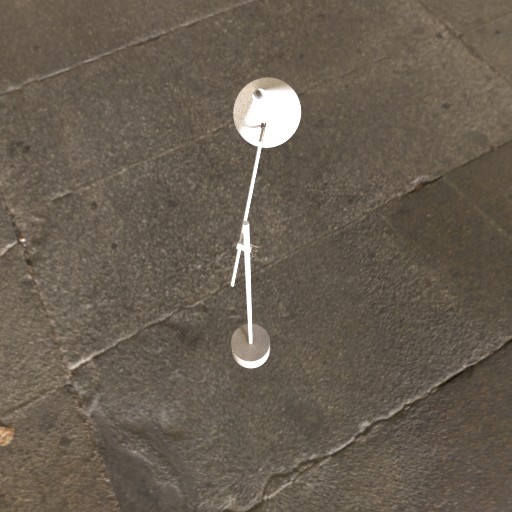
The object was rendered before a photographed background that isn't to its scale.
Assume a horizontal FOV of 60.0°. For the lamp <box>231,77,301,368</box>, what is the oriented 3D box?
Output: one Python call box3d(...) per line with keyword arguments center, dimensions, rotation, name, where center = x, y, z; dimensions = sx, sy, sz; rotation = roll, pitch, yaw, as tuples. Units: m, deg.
box3d(center=(0.000, 0.000, 1.619), dimensions=(0.223, 1.430, 0.508), rotation=(14, 65, 7), name="lamp")
